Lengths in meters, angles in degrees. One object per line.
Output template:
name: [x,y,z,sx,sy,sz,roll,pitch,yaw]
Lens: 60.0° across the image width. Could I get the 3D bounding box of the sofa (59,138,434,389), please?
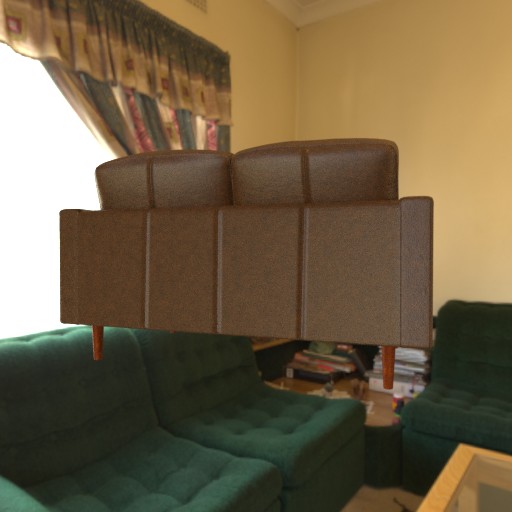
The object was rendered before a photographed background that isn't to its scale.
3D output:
sofa: [0.000,0.000,2.175,1.578,0.951,0.909,0,1,19]
